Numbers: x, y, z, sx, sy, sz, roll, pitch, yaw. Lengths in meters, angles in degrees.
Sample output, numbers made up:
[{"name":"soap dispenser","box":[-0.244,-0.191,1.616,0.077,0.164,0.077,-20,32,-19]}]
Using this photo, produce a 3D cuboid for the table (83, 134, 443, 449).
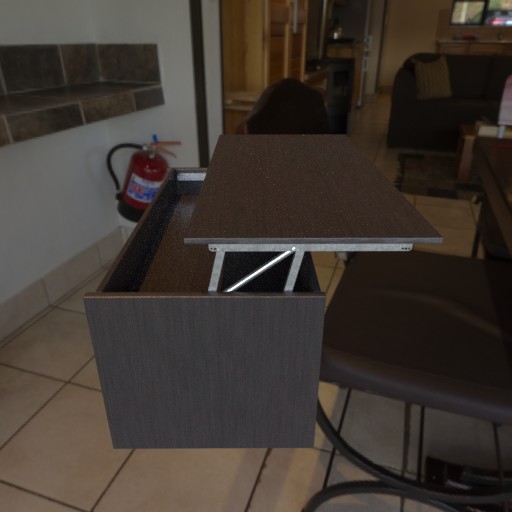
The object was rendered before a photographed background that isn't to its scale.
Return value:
[{"name":"table","box":[0.000,0.000,1.419,0.712,0.570,1.000,0,26,0]}]
